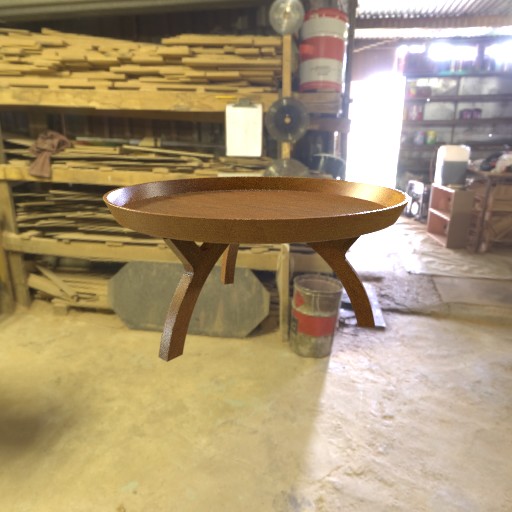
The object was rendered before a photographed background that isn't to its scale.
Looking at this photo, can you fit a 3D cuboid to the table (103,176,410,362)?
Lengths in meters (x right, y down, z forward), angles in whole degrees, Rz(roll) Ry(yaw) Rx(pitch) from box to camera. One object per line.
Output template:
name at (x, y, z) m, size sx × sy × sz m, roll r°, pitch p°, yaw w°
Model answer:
table at (0.000, 0.000, 1.607) m, size 1.016 × 0.470 × 1.016 m, roll 0°, pitch 16°, yaw 0°
